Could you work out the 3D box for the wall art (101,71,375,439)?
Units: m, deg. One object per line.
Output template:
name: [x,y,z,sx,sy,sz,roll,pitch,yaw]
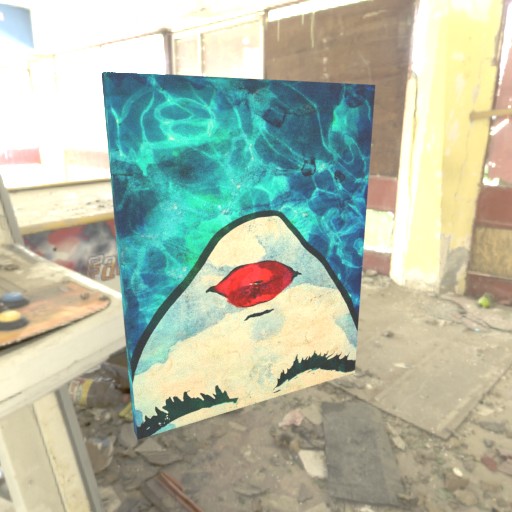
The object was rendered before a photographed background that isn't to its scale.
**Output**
wall art: [0.000,0.000,1.025,0.609,0.760,0.038,-8,18,-26]
